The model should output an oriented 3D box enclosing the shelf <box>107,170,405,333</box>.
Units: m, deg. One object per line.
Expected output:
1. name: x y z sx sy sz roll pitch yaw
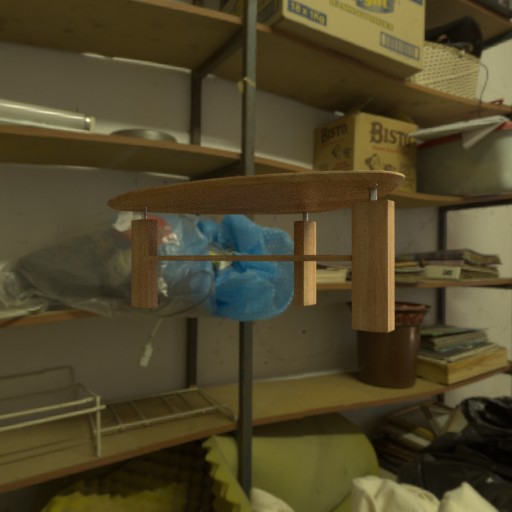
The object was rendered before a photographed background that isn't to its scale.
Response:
1. shelf: 0.000 0.000 1.703 1.240 0.439 0.863 0 0 37
